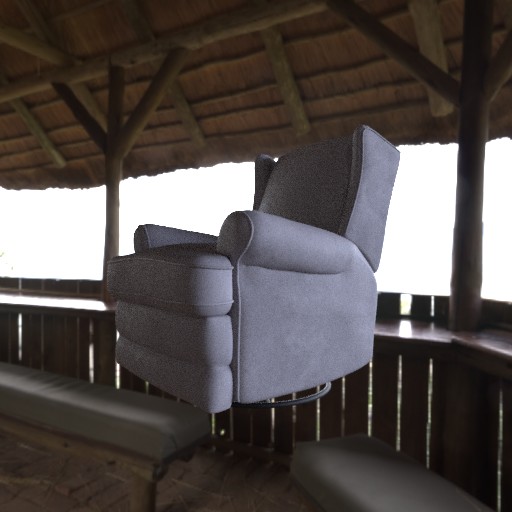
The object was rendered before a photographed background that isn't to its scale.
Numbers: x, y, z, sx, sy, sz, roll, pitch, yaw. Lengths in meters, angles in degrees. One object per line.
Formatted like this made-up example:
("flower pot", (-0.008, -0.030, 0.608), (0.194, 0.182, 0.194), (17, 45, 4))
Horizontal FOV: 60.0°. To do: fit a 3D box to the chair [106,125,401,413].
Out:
("chair", (0.000, 0.000, 1.743), (0.969, 1.011, 0.847), (0, 0, -37))
